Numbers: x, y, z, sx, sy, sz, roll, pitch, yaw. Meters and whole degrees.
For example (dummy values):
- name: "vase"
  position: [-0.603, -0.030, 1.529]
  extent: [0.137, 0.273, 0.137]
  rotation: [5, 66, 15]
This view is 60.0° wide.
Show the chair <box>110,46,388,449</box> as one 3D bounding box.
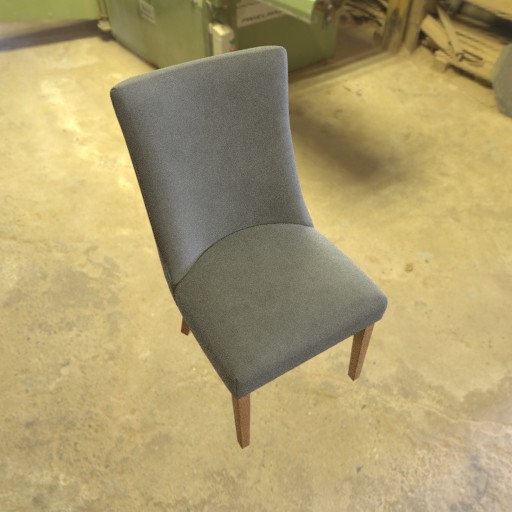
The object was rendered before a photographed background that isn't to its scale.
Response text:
- name: "chair"
  position: [0.000, 0.000, 1.246]
  extent: [0.495, 0.902, 0.610]
  rotation: [-24, 50, -21]
